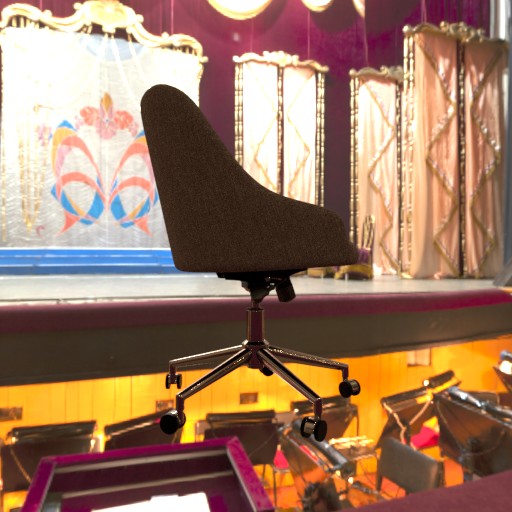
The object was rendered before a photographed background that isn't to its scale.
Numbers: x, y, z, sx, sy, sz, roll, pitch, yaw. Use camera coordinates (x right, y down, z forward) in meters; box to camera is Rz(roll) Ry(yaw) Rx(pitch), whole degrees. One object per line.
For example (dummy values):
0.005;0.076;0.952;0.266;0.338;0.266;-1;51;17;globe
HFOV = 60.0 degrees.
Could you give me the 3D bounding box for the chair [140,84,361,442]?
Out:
0.000;0.000;1.417;0.712;0.950;0.671;0;0;-18;chair
